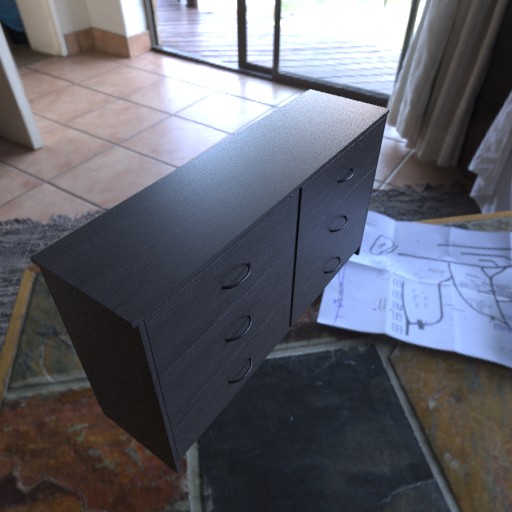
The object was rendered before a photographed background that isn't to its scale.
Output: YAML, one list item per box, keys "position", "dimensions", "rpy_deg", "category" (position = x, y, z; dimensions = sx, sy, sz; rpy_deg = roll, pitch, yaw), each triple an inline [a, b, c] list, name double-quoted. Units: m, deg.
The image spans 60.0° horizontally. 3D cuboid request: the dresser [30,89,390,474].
- position: [0.000, 0.000, 1.665]
  dimensions: [0.401, 0.755, 1.360]
  rpy_deg: [25, 47, 26]
  category: "dresser"
